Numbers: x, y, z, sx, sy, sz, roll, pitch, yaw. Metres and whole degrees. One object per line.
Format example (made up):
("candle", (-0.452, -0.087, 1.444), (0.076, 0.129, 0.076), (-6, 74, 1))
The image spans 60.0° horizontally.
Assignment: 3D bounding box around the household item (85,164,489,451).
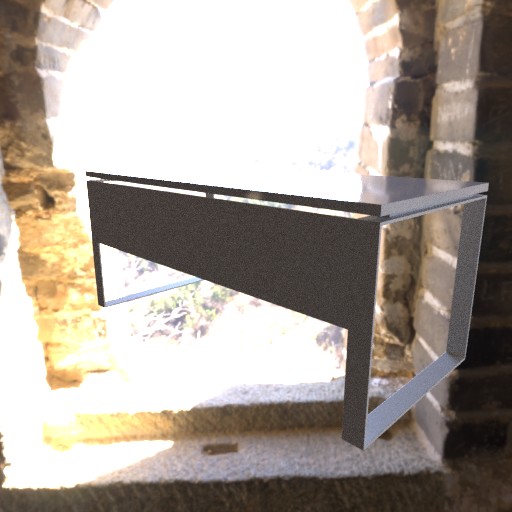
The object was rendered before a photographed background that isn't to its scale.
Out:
("household item", (0.000, 0.000, 2.085), (1.700, 0.745, 0.800), (14, 21, 43))
